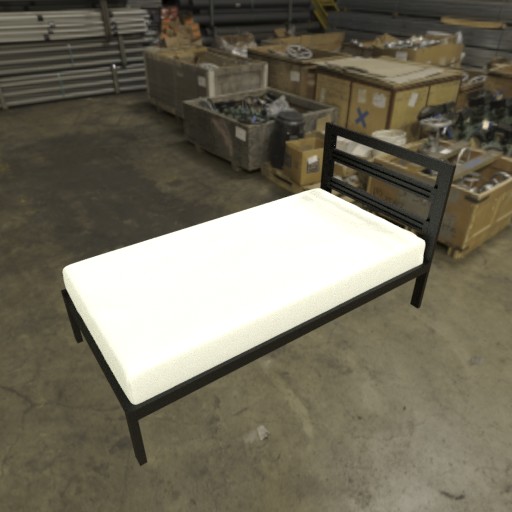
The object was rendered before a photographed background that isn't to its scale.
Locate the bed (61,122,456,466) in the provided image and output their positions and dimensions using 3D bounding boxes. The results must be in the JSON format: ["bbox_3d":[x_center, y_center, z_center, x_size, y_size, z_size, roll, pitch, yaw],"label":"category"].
[{"bbox_3d":[0.000,0.000,2.494,1.930,0.967,0.991,-21,38,-29],"label":"bed"}]
